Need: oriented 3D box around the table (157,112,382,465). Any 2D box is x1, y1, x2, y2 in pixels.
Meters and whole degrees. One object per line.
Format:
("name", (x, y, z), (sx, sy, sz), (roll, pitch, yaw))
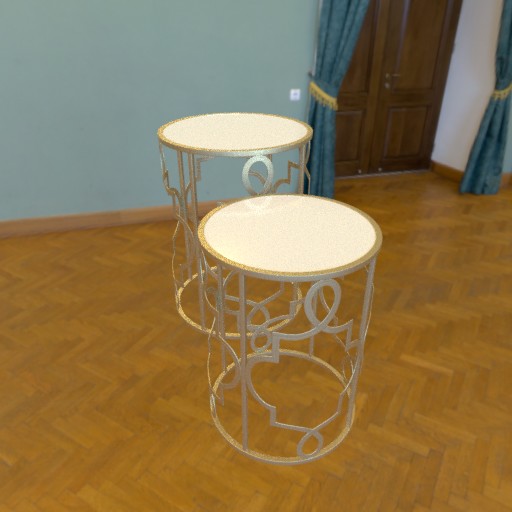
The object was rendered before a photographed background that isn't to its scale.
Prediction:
("table", (0.000, 0.000, 1.173), (0.420, 0.564, 0.846), (-8, 31, -13))
